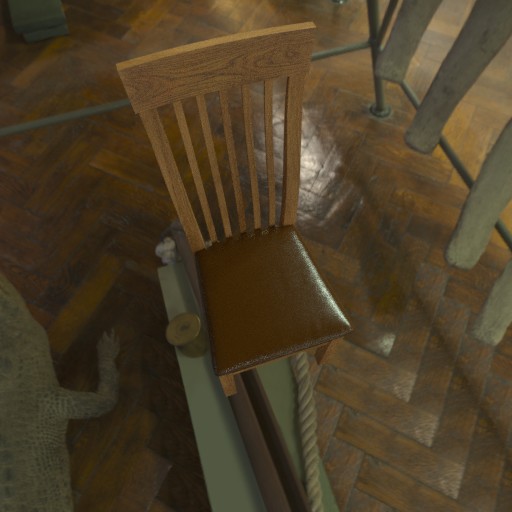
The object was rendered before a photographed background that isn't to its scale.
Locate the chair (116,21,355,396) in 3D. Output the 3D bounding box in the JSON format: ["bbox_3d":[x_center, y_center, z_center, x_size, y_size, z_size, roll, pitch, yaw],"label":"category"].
[{"bbox_3d":[0.000,0.000,1.324,0.450,1.050,0.580,-16,64,-8],"label":"chair"}]
